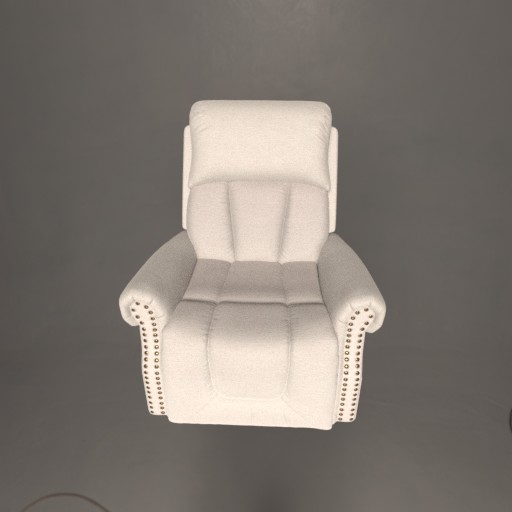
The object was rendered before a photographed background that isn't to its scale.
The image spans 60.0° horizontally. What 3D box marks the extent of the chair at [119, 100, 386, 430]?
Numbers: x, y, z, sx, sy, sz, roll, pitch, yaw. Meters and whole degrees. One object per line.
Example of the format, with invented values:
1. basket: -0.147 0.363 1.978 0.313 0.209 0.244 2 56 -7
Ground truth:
1. chair: 0.000 0.000 1.753 0.871 1.031 0.979 1 30 2
